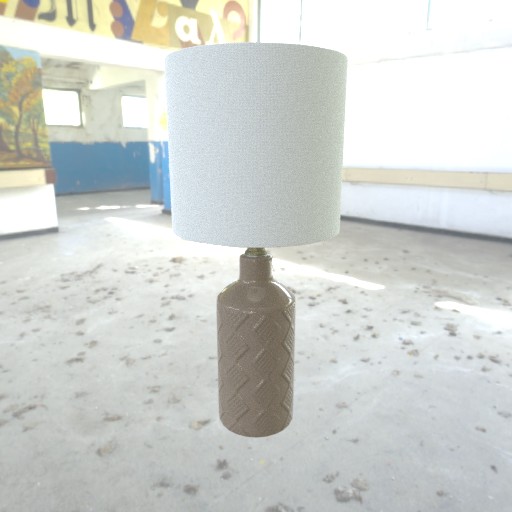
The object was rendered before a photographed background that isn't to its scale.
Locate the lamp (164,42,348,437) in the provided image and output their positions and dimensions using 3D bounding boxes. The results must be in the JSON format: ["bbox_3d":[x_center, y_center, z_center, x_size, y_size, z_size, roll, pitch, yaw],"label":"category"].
[{"bbox_3d":[0.000,0.000,0.566,0.207,0.461,0.207,14,20,43],"label":"lamp"}]
